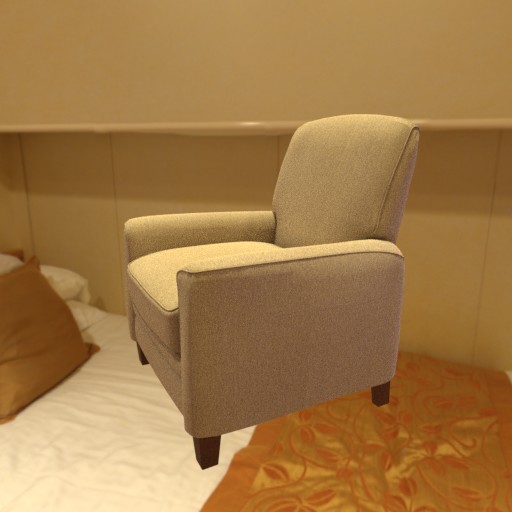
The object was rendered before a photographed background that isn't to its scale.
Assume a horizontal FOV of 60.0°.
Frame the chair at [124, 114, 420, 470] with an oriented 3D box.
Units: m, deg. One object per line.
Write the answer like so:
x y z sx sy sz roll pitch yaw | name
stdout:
0.000 0.000 1.633 0.864 1.014 0.848 -8 16 -27 | chair
